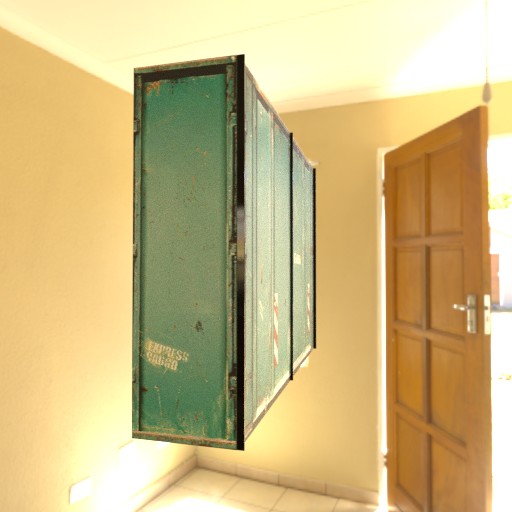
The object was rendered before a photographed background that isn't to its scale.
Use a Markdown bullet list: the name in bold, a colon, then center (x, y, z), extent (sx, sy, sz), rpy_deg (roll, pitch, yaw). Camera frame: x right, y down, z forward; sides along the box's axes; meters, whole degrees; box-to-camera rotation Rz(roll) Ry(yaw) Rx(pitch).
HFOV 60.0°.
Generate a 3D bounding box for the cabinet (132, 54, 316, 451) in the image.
- **cabinet**: center (0.000, 0.000, 3.944), extent (0.680, 2.160, 3.001), rpy_deg (0, -1, 15)
